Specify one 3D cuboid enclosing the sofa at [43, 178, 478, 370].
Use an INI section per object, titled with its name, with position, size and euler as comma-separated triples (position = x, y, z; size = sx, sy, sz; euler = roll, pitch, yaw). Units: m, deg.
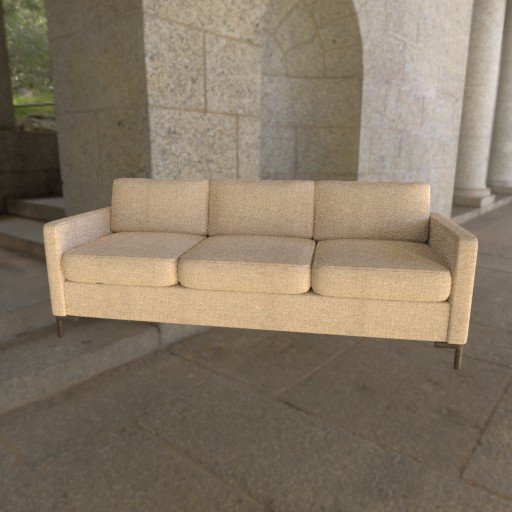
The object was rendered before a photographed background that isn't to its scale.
[sofa]
position = 0.000, 0.000, 2.643
size = 2.218, 0.874, 0.859
euler = 2, 14, 10
